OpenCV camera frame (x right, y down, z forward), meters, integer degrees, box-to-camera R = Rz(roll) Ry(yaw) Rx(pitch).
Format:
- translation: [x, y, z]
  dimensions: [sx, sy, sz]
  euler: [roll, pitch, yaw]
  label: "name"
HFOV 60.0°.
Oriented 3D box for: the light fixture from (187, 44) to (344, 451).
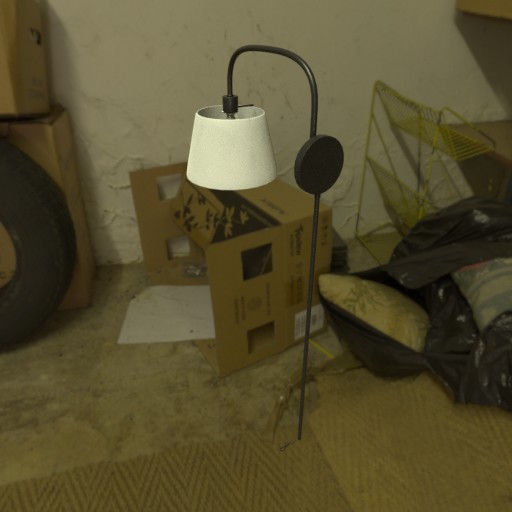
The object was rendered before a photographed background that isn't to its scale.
- translation: [0.000, 0.000, 0.462]
  dimensions: [0.092, 0.399, 0.176]
  euler: [-20, 35, -30]
  label: "light fixture"
